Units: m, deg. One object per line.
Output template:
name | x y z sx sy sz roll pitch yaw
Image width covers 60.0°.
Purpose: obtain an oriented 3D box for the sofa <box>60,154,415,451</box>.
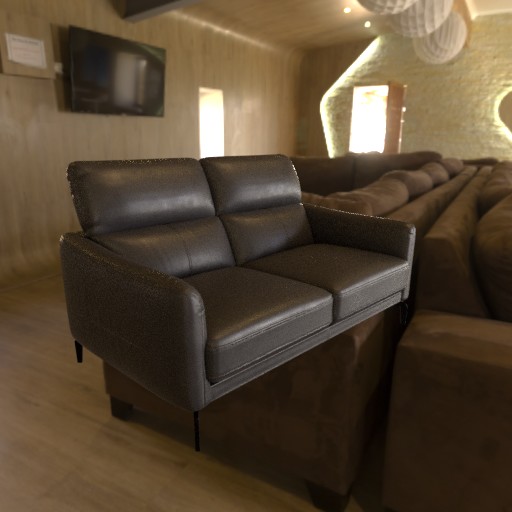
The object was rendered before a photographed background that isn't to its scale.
sofa | 0.000 0.000 2.156 0.958 0.920 1.596 14 20 43
